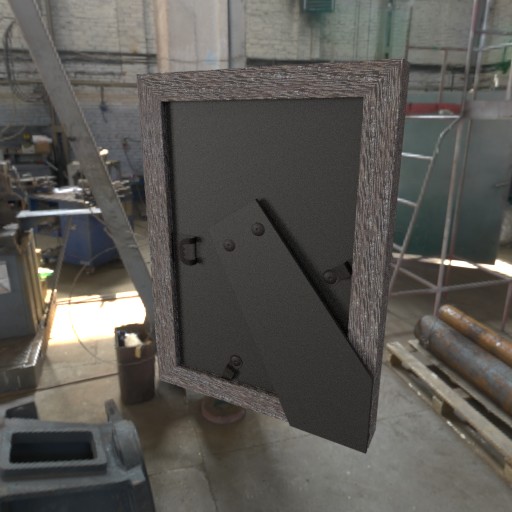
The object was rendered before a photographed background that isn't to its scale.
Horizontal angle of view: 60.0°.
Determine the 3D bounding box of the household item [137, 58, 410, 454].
[{"bbox_3d":[0.000,0.000,0.230,0.133,0.180,0.020,9,19,26],"label":"household item"}]
